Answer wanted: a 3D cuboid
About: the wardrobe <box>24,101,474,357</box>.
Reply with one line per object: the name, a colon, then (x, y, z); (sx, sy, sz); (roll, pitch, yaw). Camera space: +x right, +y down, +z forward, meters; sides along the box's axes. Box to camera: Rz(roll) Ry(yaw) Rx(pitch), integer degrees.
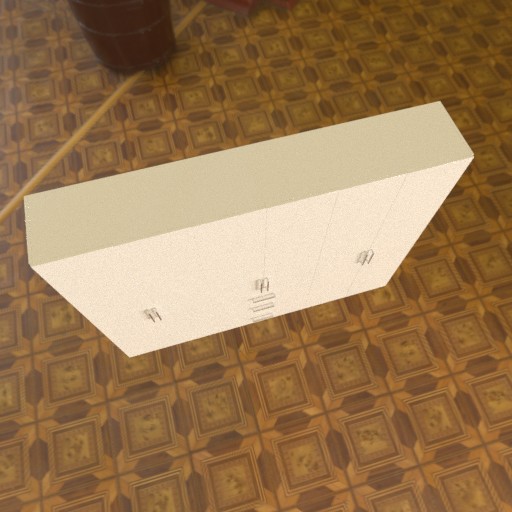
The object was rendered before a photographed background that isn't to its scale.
wardrobe: (0.000, 0.000, 4.025); (3.000, 2.360, 0.580); (-15, 65, -7)
